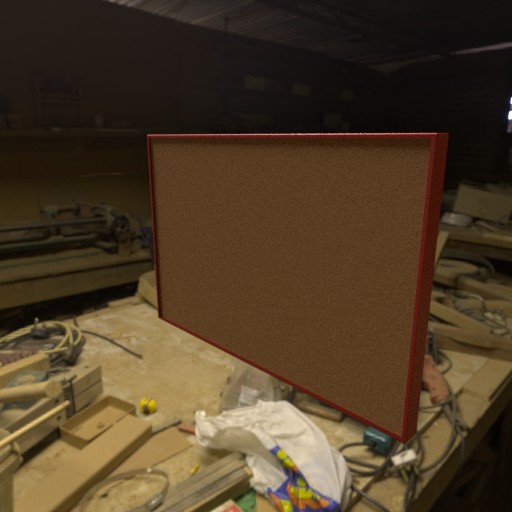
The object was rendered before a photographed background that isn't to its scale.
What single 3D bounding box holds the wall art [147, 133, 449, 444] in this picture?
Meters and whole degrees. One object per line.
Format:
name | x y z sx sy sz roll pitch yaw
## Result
wall art | 0.000 0.000 0.765 0.033 0.405 0.607 -14 21 -43
